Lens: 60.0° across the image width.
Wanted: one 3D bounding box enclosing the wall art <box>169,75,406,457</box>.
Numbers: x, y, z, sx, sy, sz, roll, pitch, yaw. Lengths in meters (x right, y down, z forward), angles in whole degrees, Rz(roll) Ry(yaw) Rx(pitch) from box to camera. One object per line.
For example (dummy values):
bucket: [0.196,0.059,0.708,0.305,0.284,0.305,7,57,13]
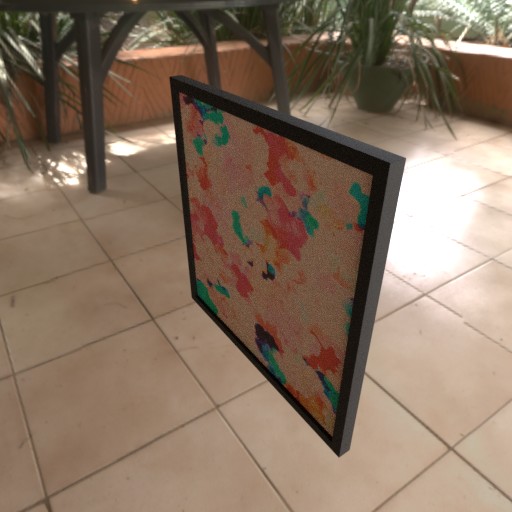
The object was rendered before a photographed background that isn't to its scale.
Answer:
wall art: [0.000,0.000,0.461,0.015,0.304,0.306,-21,39,-29]
